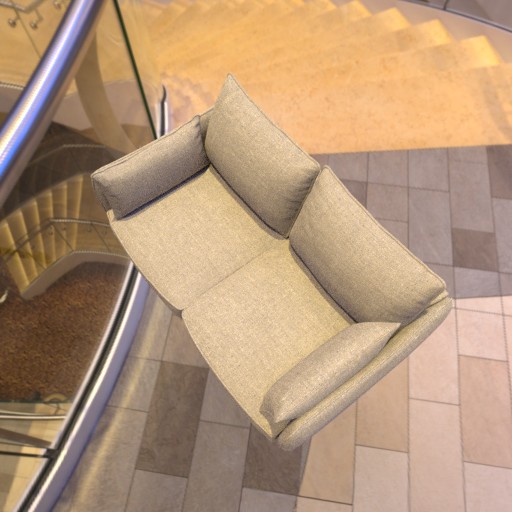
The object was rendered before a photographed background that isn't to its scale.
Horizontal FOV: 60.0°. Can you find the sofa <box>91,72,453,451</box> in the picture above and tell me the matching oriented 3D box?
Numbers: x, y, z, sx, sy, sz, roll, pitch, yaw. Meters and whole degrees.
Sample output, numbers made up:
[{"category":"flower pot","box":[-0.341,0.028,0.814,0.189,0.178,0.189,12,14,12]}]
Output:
[{"category":"sofa","box":[0.000,0.000,2.148,0.972,0.851,1.580,-35,69,-16]}]
